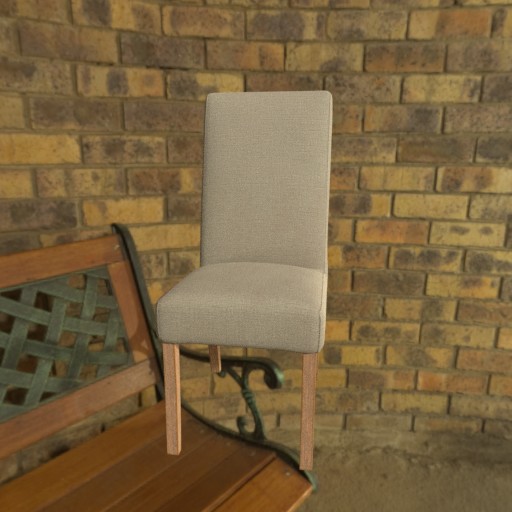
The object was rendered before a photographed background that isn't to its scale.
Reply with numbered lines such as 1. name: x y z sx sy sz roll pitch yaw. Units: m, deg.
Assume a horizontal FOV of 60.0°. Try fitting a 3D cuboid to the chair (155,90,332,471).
1. chair: 0.000 0.000 1.394 0.450 1.033 0.611 2 14 9
